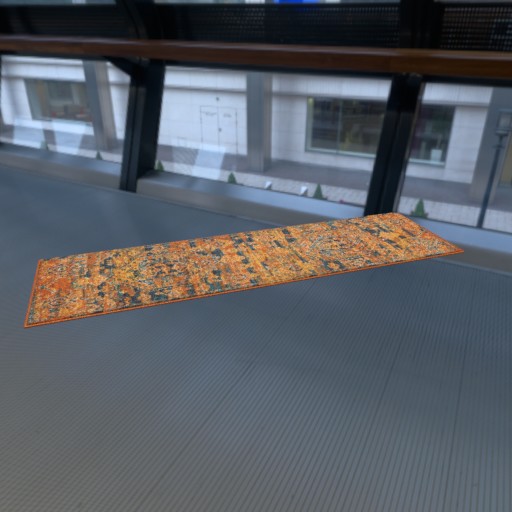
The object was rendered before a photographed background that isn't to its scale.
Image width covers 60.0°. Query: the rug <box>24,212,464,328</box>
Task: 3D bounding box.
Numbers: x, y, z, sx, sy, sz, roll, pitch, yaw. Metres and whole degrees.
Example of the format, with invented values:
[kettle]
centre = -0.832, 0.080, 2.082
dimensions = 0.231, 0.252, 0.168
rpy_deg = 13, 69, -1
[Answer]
[rug]
centre = 0.000, 0.000, 2.455
dimensions = 2.274, 0.016, 0.651
rpy_deg = -9, 28, -17
